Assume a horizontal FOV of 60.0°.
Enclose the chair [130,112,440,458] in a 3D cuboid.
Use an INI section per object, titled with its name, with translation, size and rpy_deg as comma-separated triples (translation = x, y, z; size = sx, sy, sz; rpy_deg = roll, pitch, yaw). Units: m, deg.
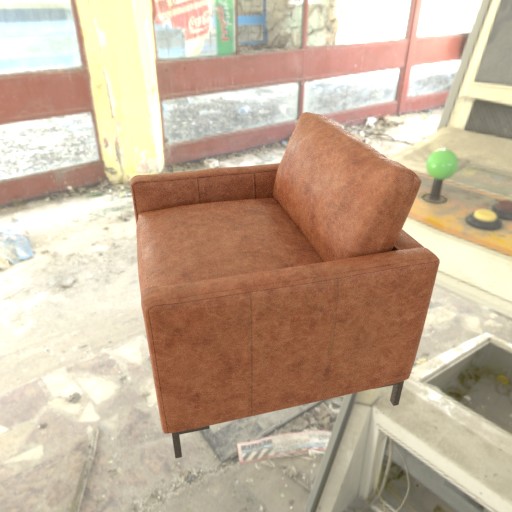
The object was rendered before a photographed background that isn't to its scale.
[chair]
translation = 0.000, 0.000, 1.657
size = 0.862, 0.869, 0.967
rpy_deg = -8, 31, -13
